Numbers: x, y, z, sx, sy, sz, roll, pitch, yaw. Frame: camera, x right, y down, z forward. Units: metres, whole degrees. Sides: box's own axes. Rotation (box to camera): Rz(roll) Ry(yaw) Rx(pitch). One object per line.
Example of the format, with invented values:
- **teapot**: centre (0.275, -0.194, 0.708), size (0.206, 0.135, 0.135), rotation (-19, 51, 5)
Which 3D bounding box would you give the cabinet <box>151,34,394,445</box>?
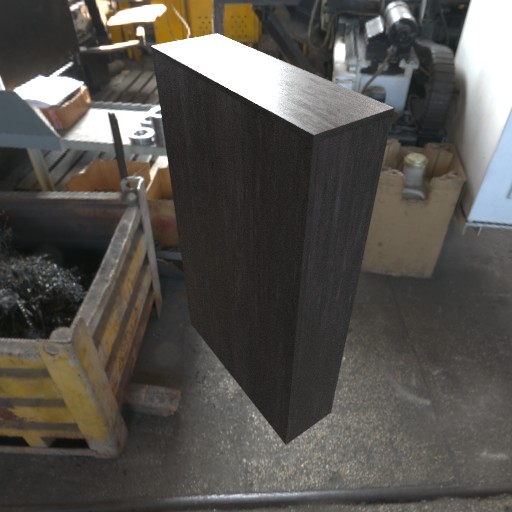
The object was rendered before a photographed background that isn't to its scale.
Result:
- **cabinet**: centre (0.000, 0.000, 1.585), size (0.250, 1.280, 0.750), rotation (-25, 46, -26)
